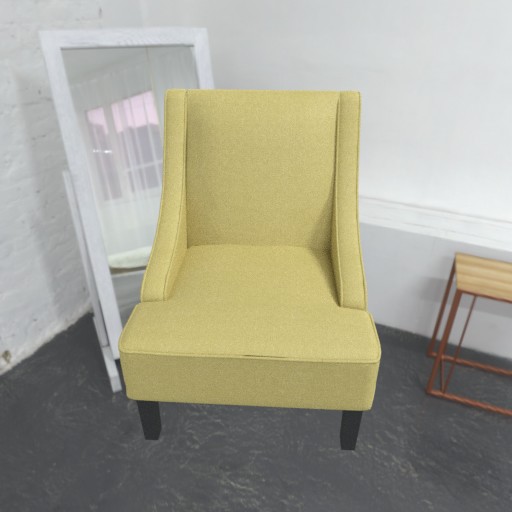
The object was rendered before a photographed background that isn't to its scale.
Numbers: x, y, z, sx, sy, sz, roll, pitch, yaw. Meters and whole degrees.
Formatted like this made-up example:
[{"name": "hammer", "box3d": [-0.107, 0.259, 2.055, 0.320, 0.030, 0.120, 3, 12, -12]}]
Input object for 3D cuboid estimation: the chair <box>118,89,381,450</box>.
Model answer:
[{"name": "chair", "box3d": [0.000, 0.000, 1.441, 0.696, 0.896, 0.814, 2, 31, 3]}]
